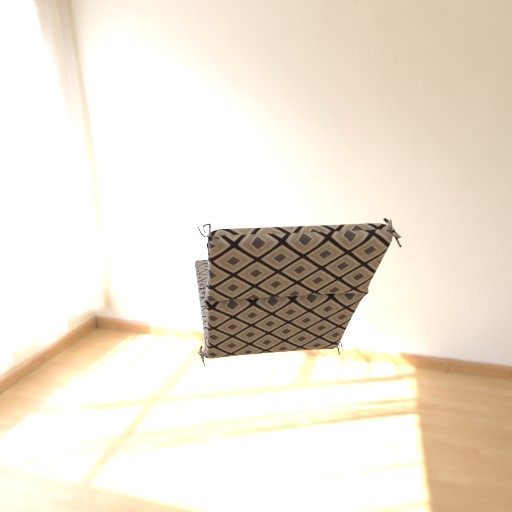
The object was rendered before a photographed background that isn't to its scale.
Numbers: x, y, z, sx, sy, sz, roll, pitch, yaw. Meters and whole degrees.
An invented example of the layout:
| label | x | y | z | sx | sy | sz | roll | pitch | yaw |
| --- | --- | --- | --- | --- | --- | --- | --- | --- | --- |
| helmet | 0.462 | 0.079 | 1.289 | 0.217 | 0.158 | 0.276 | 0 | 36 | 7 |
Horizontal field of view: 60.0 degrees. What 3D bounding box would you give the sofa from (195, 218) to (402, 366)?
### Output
| label | x | y | z | sx | sy | sz | roll | pitch | yaw |
| --- | --- | --- | --- | --- | --- | --- | --- | --- | --- |
| sofa | 0.000 | 0.000 | 2.036 | 0.582 | 0.622 | 1.663 | -3 | 16 | -9 |
